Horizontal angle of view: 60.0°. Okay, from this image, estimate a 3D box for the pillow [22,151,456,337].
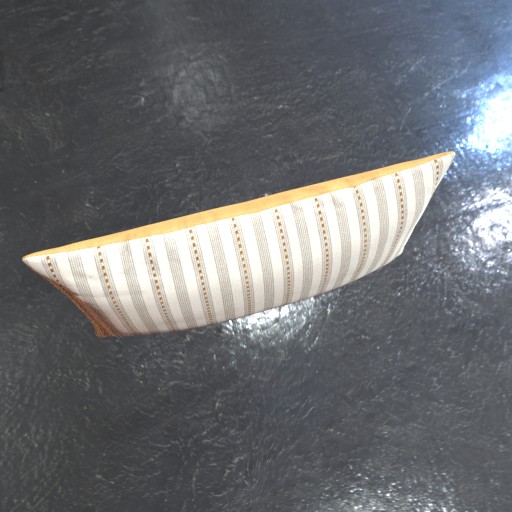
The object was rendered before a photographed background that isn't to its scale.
[{"bbox_3d":[0.000,0.000,0.719,0.608,0.291,0.151,-15,63,-8],"label":"pillow"}]
